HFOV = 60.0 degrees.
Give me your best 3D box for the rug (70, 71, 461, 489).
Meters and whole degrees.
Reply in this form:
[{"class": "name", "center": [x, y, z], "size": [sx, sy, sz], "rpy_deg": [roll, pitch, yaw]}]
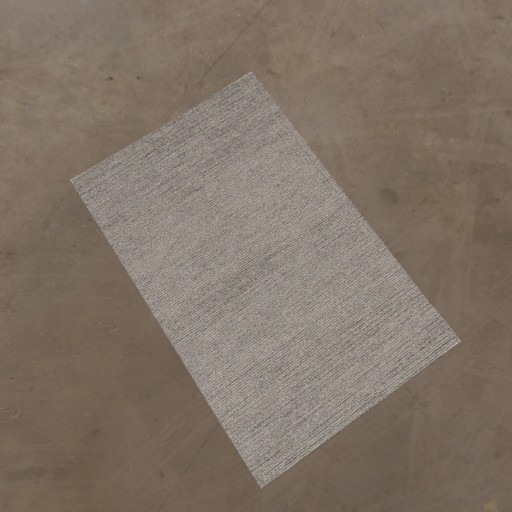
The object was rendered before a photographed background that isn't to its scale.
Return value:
[{"class": "rug", "center": [0.000, 0.000, 2.226], "size": [1.162, 0.022, 1.804], "rpy_deg": [-33, 78, -8]}]
